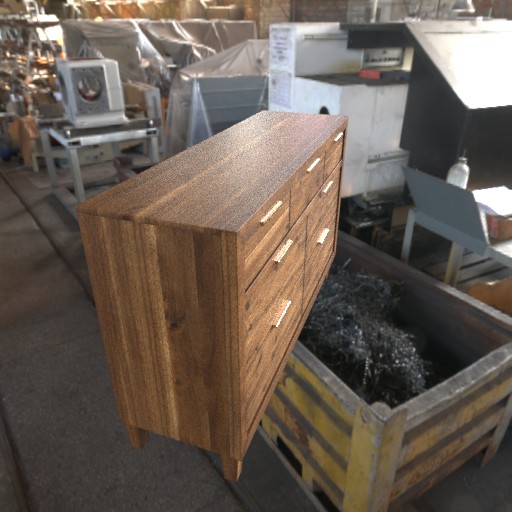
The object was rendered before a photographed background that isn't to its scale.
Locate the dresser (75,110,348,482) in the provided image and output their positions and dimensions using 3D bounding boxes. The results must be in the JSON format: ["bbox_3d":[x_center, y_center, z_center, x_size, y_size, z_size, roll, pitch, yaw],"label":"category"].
[{"bbox_3d":[0.000,0.000,1.809,0.438,0.892,1.387,10,30,18],"label":"dresser"}]
